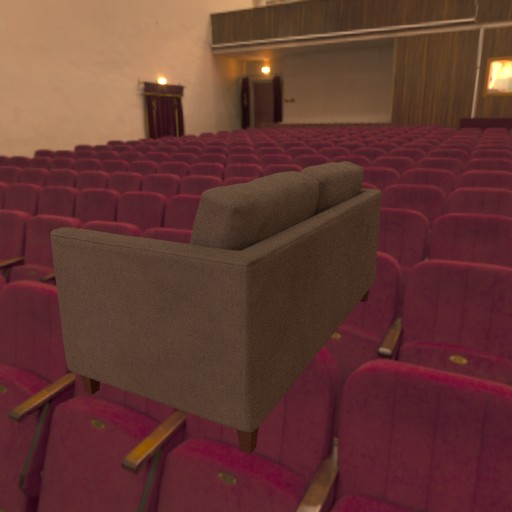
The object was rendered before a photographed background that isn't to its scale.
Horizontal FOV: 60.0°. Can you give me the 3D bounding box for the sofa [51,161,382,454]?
[{"bbox_3d":[0.000,0.000,2.430,0.950,0.963,1.884,8,18,27],"label":"sofa"}]
